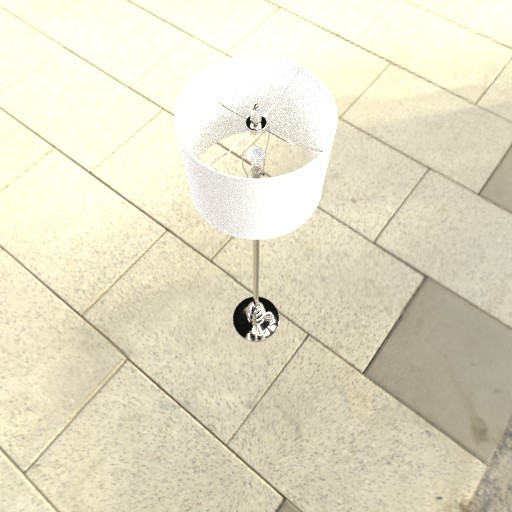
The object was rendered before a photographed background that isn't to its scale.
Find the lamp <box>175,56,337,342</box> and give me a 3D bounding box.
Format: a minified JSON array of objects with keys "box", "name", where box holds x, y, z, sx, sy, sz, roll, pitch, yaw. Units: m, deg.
[{"box":[0.000,0.000,1.617,0.356,1.487,0.356,33,68,15],"name":"lamp"}]
